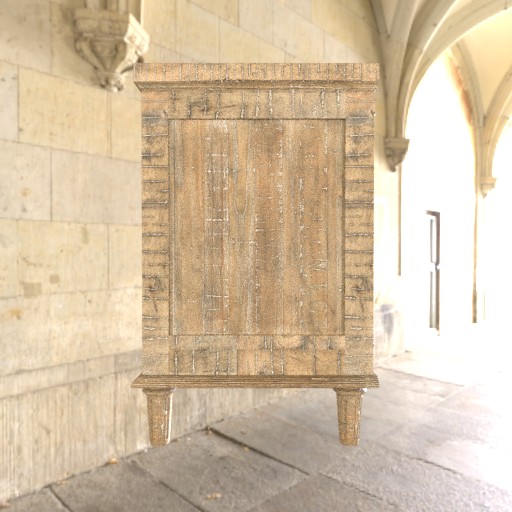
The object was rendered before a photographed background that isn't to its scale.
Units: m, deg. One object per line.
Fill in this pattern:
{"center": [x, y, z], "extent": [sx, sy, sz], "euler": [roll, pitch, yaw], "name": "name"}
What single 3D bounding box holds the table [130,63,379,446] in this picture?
{"center": [0.000, 0.000, 1.142], "extent": [0.457, 0.711, 0.686], "euler": [0, 1, 0], "name": "table"}
